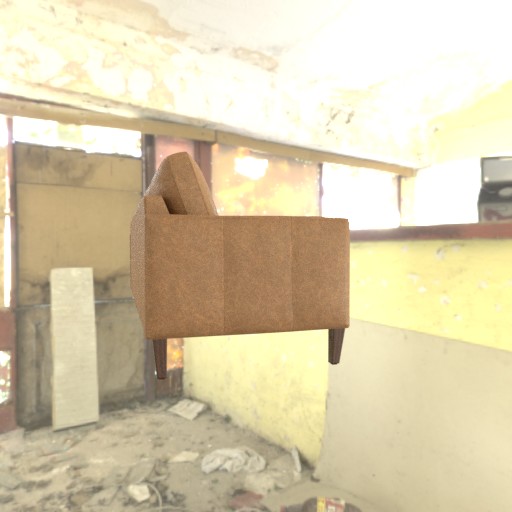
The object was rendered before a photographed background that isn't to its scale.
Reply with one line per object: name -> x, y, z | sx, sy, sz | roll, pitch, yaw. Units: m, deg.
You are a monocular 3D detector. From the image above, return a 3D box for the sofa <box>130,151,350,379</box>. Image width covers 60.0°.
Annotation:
sofa -> 0.000, 0.000, 2.837 | 1.506, 0.876, 2.178 | 0, 1, -17
